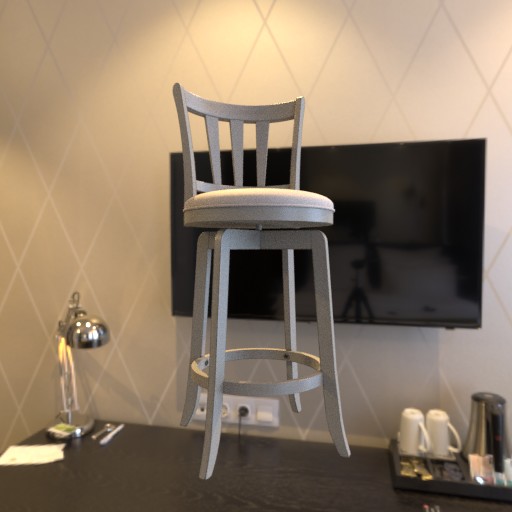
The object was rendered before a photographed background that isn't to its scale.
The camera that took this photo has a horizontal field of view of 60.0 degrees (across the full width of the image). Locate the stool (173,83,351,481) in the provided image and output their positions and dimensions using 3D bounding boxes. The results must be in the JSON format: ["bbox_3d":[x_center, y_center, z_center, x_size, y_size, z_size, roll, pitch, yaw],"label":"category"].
[{"bbox_3d":[0.000,0.000,1.275,0.436,1.042,0.475,0,1,-17],"label":"stool"}]
